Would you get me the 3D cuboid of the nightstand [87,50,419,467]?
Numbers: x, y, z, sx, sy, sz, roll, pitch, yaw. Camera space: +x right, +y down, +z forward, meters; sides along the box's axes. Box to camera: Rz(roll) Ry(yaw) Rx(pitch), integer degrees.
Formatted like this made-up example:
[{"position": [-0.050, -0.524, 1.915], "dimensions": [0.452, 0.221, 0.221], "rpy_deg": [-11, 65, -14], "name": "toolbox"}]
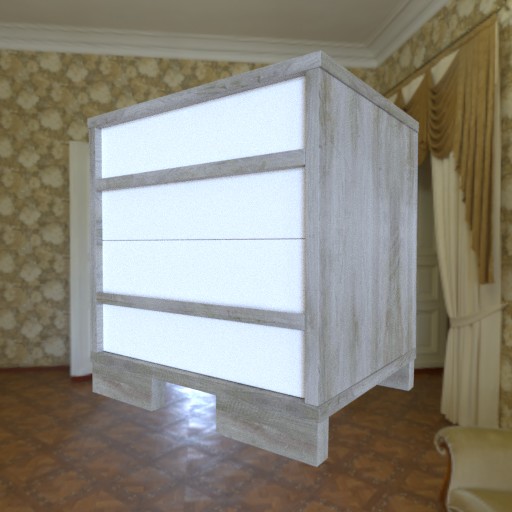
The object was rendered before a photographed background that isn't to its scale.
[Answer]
[{"position": [0.000, 0.000, 0.739], "dimensions": [0.427, 0.448, 0.347], "rpy_deg": [1, 2, 36], "name": "nightstand"}]
